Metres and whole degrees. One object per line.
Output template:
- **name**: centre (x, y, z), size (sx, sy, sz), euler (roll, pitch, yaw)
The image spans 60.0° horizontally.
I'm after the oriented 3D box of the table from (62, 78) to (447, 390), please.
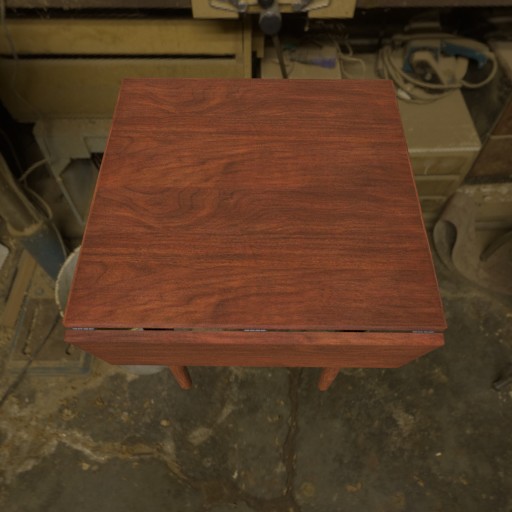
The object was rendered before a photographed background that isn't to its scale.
- **table**: centre (0.000, 0.000, 1.457), size (0.812, 0.763, 0.843), euler (0, 59, 0)
